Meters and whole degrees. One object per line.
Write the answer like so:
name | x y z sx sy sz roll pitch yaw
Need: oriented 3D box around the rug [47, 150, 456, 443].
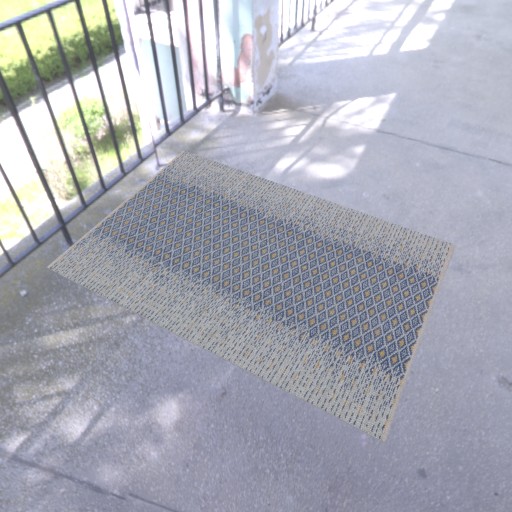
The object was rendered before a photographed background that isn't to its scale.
rug | 0.000 0.000 2.373 1.828 0.005 1.219 23 51 19
